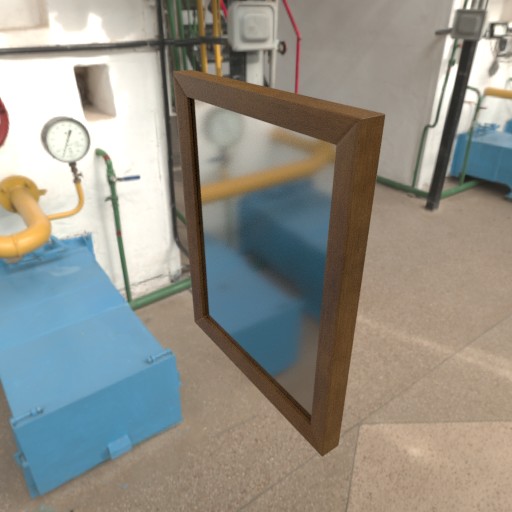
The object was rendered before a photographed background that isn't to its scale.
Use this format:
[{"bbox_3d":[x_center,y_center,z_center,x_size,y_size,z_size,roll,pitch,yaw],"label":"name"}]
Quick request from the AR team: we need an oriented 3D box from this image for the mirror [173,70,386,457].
[{"bbox_3d":[0.000,0.000,0.706,0.041,0.508,0.405,-20,35,-30],"label":"mirror"}]
